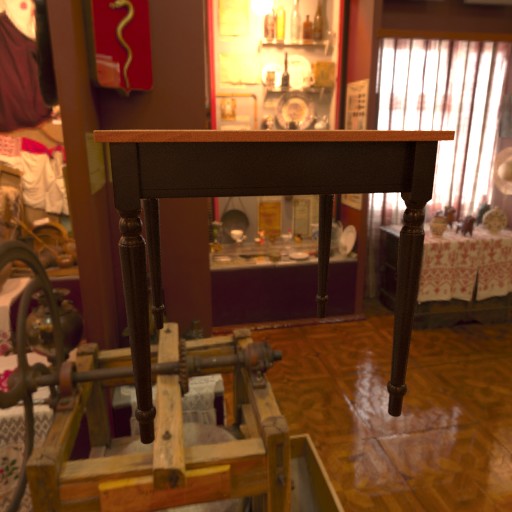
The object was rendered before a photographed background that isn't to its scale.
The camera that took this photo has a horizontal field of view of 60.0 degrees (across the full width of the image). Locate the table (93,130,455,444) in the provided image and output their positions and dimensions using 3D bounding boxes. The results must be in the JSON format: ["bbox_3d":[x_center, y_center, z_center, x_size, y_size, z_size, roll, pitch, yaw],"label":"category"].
[{"bbox_3d":[0.000,0.000,1.350,0.747,0.738,0.747,-3,16,-9],"label":"table"}]
